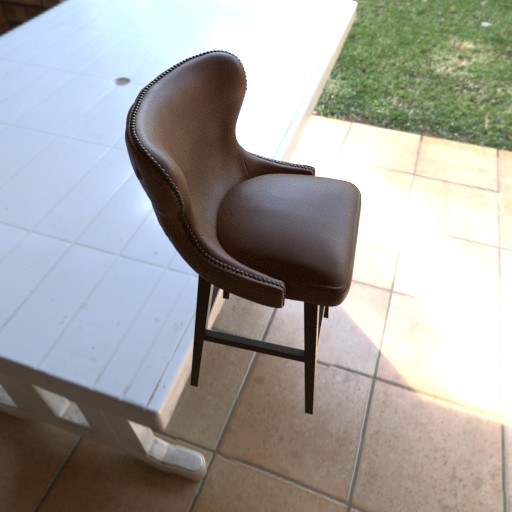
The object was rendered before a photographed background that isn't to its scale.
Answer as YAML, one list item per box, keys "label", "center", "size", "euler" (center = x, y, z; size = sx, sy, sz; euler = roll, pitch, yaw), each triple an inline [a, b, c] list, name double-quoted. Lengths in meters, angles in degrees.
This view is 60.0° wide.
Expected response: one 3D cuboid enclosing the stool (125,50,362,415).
- label: "stool"
  center: [0.000, 0.000, 1.445]
  size: [0.606, 1.087, 0.591]
  euler: [10, 48, 9]
